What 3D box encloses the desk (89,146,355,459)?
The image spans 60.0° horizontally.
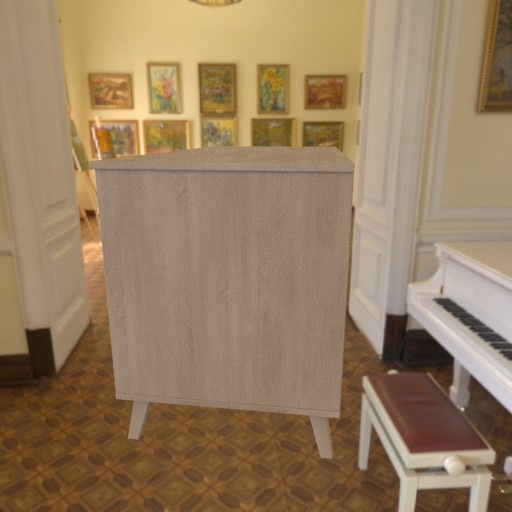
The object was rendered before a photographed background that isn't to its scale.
[{"bbox_3d":[0.000,0.000,1.677,0.600,0.770,1.251,2,16,8],"label":"desk"}]
